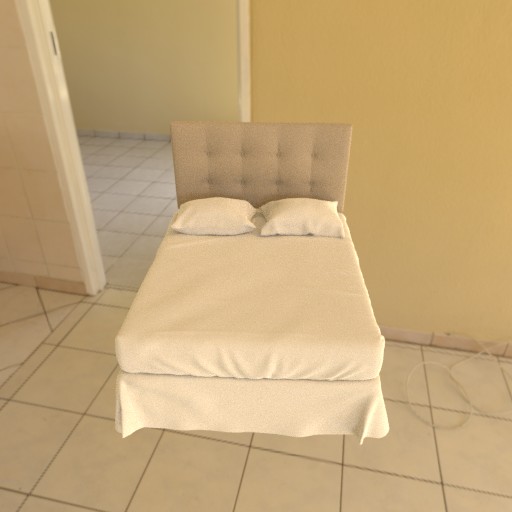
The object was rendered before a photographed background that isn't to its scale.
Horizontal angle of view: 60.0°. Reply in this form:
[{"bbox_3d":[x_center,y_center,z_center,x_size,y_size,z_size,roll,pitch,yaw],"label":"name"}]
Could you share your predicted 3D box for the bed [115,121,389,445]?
[{"bbox_3d":[0.000,0.000,3.479,1.936,1.577,2.222,1,31,2],"label":"bed"}]
